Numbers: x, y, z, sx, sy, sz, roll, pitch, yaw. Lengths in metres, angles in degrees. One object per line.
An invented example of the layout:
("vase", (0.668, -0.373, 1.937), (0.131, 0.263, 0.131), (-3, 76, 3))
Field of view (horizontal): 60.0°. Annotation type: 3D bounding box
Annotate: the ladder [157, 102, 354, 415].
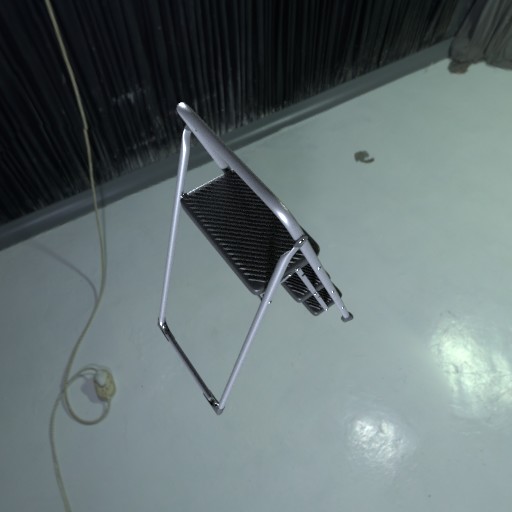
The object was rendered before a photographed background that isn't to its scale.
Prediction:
("ladder", (0.000, 0.000, 1.296), (0.629, 0.945, 0.430), (-32, 64, -18))
